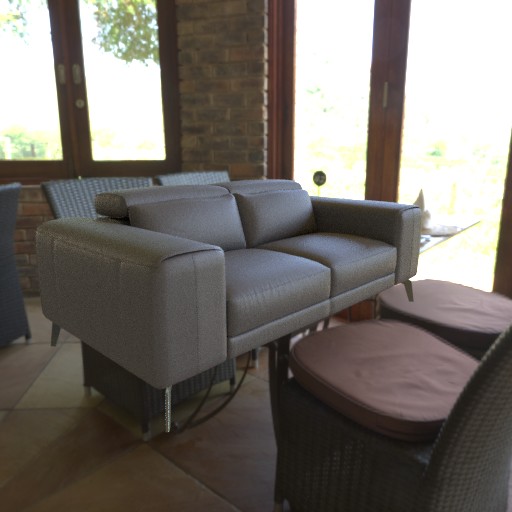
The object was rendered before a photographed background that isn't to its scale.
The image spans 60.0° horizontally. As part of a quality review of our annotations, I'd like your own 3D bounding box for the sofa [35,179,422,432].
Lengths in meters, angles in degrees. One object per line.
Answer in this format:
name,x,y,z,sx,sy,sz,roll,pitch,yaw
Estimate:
sofa,0.000,0.000,2.410,1.024,0.753,1.930,13,18,43
